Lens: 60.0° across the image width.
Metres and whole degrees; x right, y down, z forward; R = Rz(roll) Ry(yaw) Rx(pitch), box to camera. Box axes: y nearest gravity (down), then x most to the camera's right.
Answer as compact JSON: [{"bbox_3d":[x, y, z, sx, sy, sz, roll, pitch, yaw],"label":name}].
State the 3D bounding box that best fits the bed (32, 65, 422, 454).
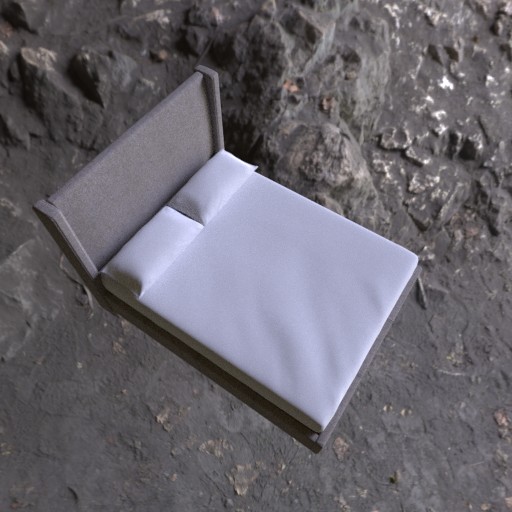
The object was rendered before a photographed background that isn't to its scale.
[{"bbox_3d":[0.000,0.000,3.422,2.245,1.476,1.714,30,63,17],"label":"bed"}]
